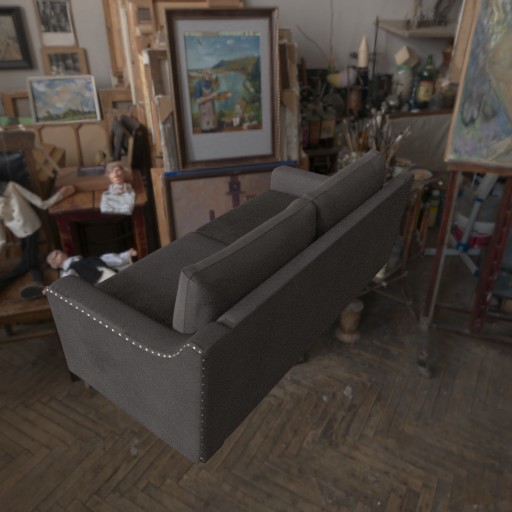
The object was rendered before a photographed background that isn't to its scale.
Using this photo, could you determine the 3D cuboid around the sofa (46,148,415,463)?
[{"bbox_3d":[0.000,0.000,3.264,1.336,1.196,2.550,21,38,30],"label":"sofa"}]
